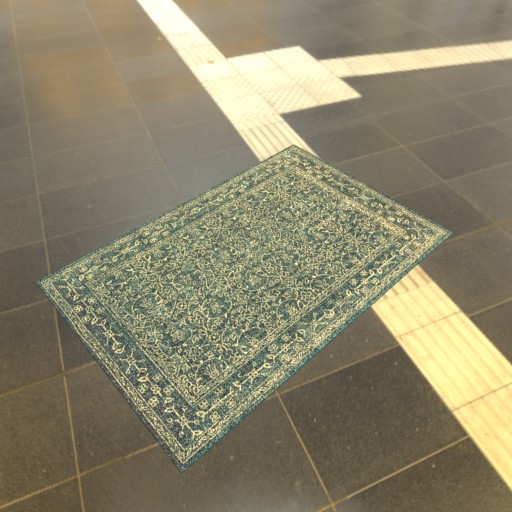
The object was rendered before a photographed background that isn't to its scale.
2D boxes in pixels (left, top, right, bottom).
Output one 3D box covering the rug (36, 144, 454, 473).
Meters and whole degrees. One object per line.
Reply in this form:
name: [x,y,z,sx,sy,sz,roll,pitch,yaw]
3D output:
rug: [0.000,0.000,2.284,1.819,0.005,1.200,-34,55,-28]
